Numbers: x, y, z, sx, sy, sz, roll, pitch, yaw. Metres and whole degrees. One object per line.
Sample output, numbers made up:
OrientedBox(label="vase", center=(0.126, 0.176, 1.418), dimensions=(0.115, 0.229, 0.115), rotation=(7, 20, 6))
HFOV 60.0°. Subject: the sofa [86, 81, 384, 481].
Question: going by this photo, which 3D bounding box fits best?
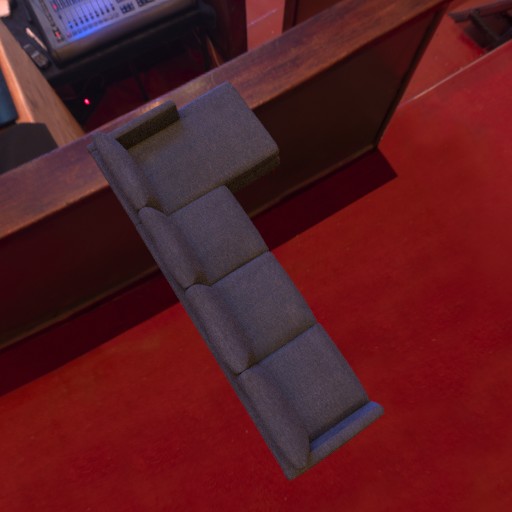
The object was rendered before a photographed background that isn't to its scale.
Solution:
OrientedBox(label="sofa", center=(0.000, 0.000, 3.461), dimensions=(1.350, 0.810, 2.932), rotation=(-32, 78, -8))
